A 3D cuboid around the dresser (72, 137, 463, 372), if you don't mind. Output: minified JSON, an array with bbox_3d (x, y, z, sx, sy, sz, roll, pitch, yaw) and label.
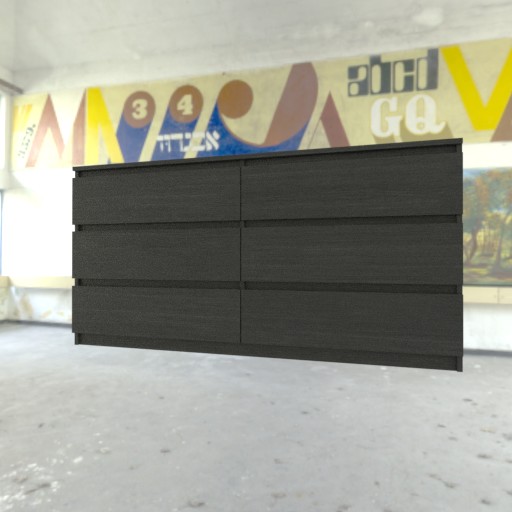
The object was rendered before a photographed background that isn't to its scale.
[{"bbox_3d":[0.000,0.000,1.923,1.590,0.795,0.400,0,0,17],"label":"dresser"}]
